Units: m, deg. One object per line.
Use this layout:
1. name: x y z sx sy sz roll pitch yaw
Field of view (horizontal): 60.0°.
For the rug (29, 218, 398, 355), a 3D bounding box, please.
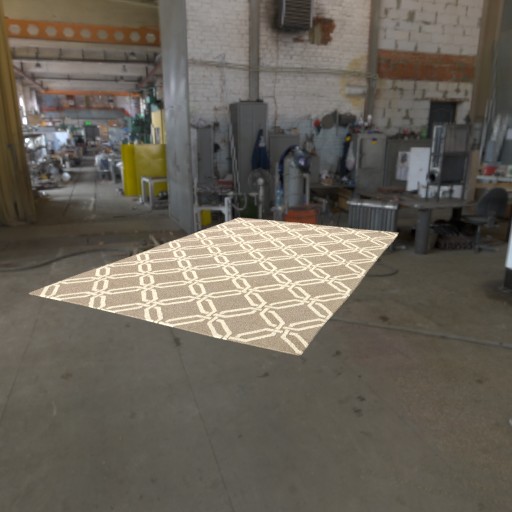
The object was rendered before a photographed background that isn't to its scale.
1. rug: 0.000 0.000 2.244 1.142 0.010 1.748 8 17 25
